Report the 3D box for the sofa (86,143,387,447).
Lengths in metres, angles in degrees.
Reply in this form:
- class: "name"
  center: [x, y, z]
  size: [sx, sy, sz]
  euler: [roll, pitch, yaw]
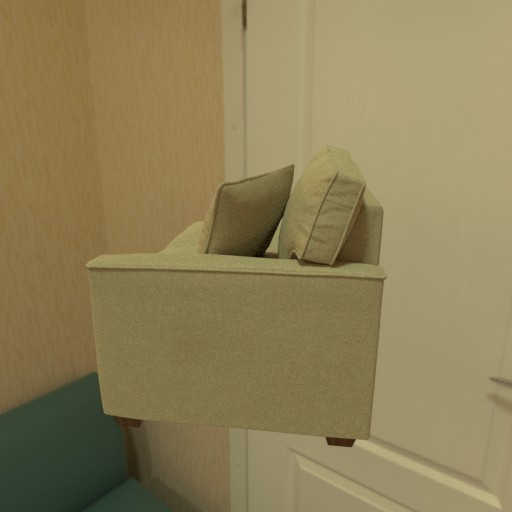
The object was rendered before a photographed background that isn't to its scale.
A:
- class: "sofa"
  center: [0.000, 0.000, 2.091]
  size: [0.991, 0.989, 1.388]
  euler: [2, 16, 8]
